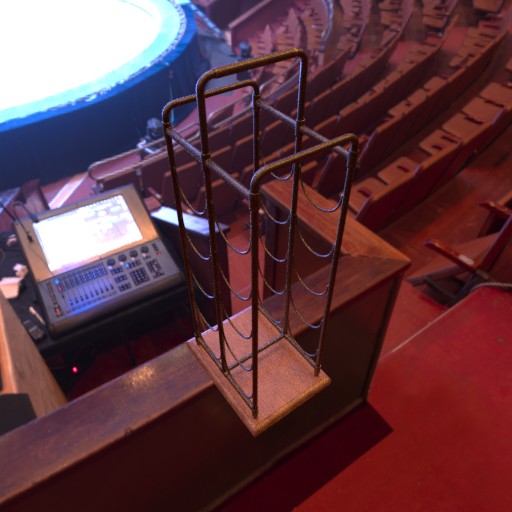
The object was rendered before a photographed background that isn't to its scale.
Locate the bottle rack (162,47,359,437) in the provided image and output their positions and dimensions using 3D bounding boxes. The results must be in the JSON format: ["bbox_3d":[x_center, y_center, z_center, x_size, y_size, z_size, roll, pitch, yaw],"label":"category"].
[{"bbox_3d":[0.000,0.000,0.788,0.208,0.680,0.276,-26,49,-26],"label":"bottle rack"}]
